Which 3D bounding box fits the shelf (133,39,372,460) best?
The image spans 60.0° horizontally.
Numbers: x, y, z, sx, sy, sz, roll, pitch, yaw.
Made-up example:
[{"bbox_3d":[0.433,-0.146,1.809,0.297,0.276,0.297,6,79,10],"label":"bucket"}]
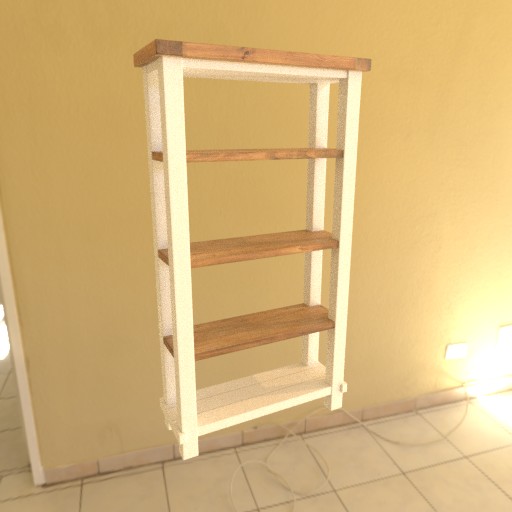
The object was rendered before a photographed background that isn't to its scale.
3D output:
[{"bbox_3d":[0.000,0.000,2.264,1.022,1.878,0.381,-8,17,-26],"label":"shelf"}]
